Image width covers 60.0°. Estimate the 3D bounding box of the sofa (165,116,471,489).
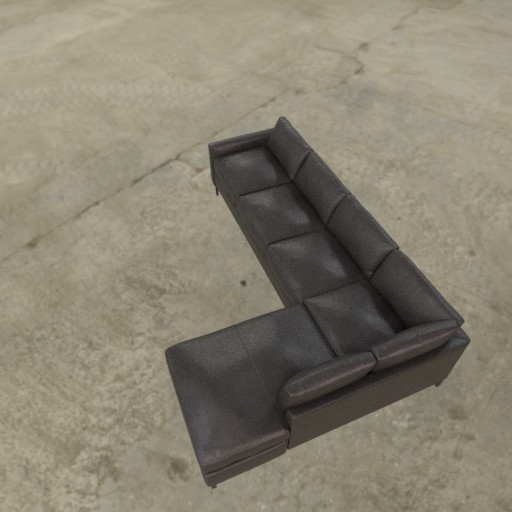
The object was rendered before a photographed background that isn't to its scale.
[{"bbox_3d":[0.000,0.000,3.779,1.938,0.877,2.984,-17,50,-15],"label":"sofa"}]
